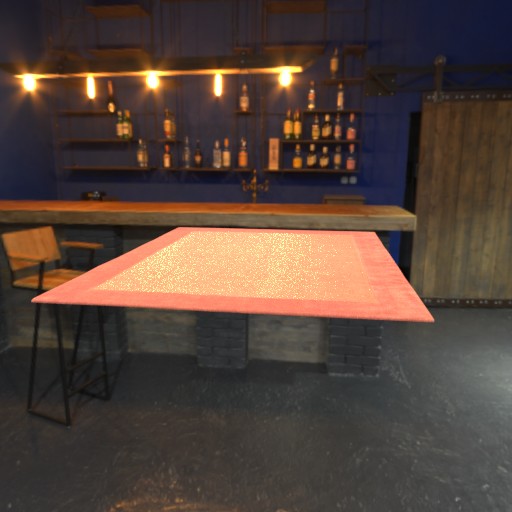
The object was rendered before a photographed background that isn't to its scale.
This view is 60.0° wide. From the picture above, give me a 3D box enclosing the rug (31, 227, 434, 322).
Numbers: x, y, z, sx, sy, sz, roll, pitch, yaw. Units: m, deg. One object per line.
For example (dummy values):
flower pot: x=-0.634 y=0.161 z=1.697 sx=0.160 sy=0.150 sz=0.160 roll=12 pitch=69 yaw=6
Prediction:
rug: x=0.000 y=0.000 z=4.027 sx=2.430 sy=0.018 sz=2.976 roll=2 pitch=13 yaw=8
